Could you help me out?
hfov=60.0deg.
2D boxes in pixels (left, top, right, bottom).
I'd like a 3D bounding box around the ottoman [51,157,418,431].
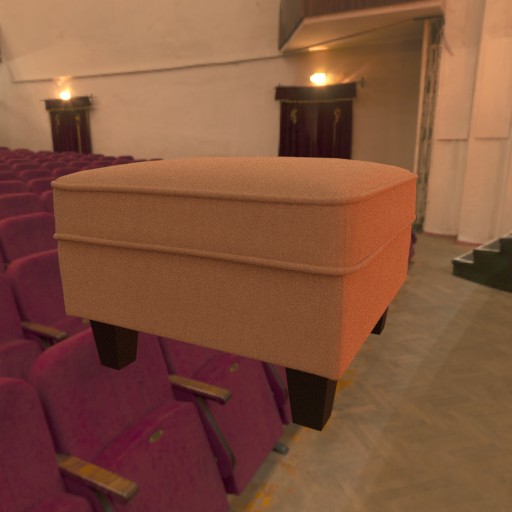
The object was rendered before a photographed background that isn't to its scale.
[{"bbox_3d":[0.000,0.000,1.005,0.613,0.438,0.616,7,15,27],"label":"ottoman"}]
